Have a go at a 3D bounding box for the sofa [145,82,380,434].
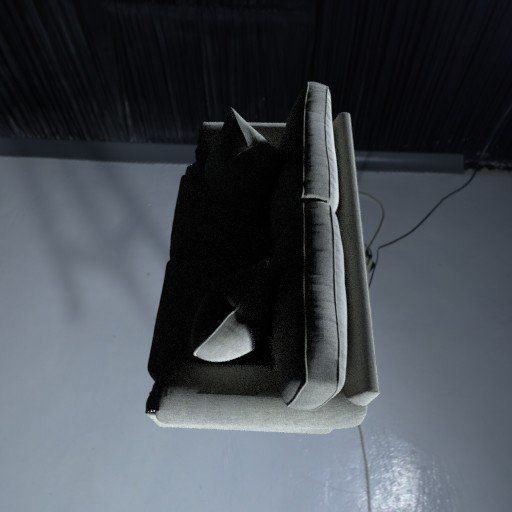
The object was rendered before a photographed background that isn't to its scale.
[{"bbox_3d":[0.000,0.000,2.267,0.966,0.966,1.701,2,58,1],"label":"sofa"}]
